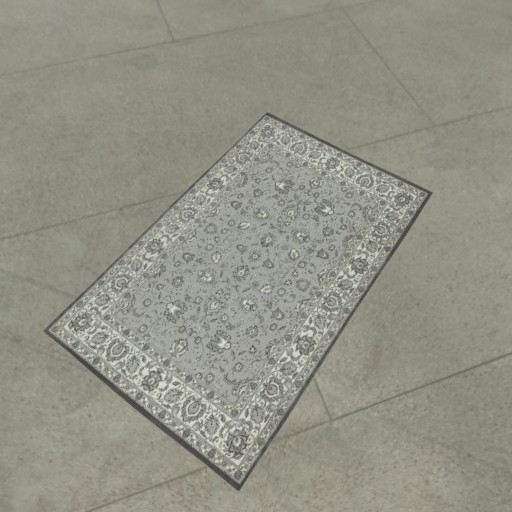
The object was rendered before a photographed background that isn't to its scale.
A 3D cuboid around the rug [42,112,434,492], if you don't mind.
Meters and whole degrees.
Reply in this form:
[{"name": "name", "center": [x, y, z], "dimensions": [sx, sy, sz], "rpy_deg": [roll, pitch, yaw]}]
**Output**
[{"name": "rug", "center": [0.000, 0.000, 3.017], "dimensions": [1.524, 0.011, 2.438], "rpy_deg": [31, 64, 18]}]
